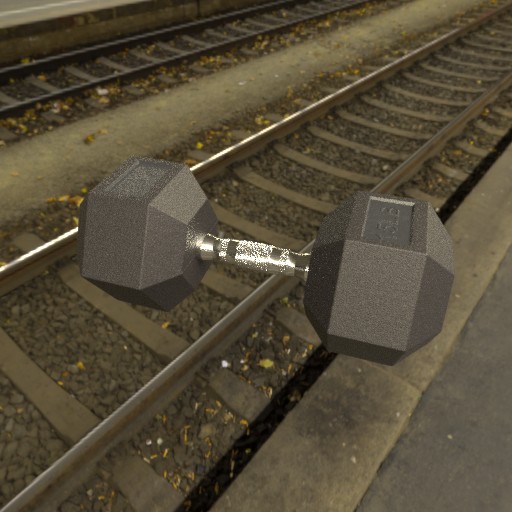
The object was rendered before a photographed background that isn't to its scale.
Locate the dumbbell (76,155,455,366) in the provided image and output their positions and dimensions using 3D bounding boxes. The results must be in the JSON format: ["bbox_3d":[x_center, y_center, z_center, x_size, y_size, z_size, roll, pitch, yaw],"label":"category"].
[{"bbox_3d":[0.000,0.000,0.342,0.271,0.106,0.122,11,40,14],"label":"dumbbell"}]
